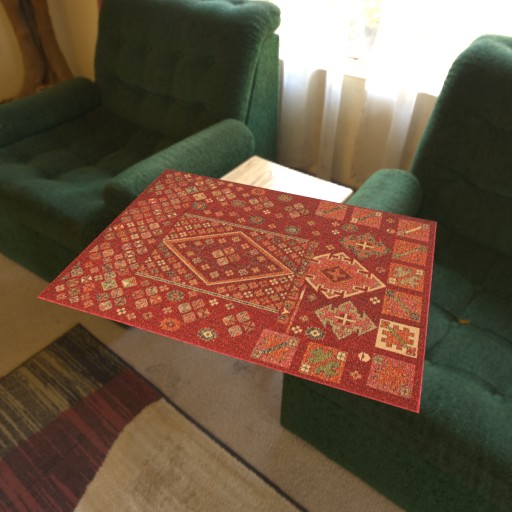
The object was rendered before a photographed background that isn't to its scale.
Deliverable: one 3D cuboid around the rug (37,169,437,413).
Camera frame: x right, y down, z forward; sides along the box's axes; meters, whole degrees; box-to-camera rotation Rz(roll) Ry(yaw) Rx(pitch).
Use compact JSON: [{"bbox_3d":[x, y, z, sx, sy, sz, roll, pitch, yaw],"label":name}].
[{"bbox_3d":[0.000,0.000,4.391,3.306,0.011,2.389,13,43,15],"label":"rug"}]
